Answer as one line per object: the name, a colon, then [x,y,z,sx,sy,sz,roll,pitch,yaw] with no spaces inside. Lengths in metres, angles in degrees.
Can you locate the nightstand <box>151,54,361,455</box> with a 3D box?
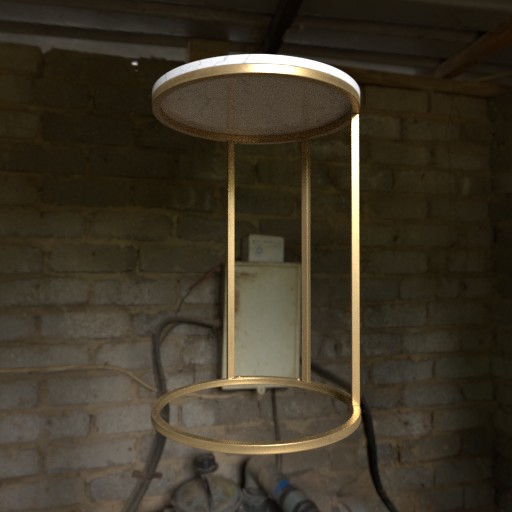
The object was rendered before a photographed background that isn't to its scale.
nightstand: [0.000,0.000,0.871,0.400,0.610,0.400,-1,-1,37]
